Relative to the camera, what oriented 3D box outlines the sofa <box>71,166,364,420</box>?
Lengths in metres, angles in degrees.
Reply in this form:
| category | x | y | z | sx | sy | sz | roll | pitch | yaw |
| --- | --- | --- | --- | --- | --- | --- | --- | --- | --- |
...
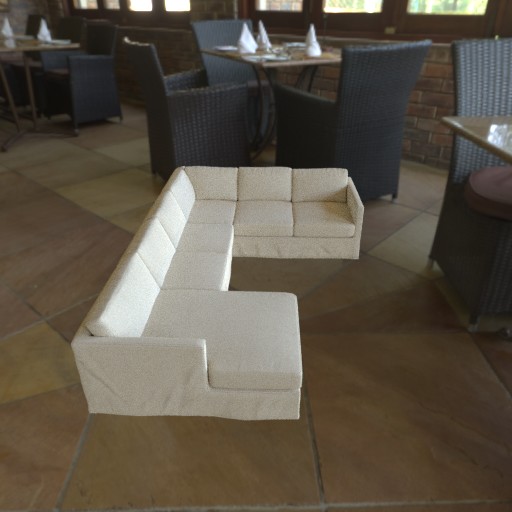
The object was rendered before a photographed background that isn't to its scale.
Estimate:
| category | x | y | z | sx | sy | sz | roll | pitch | yaw |
| --- | --- | --- | --- | --- | --- | --- | --- | --- | --- |
| sofa | 0.000 | 0.000 | 4.580 | 2.448 | 0.882 | 3.464 | 1 | 30 | 1 |
